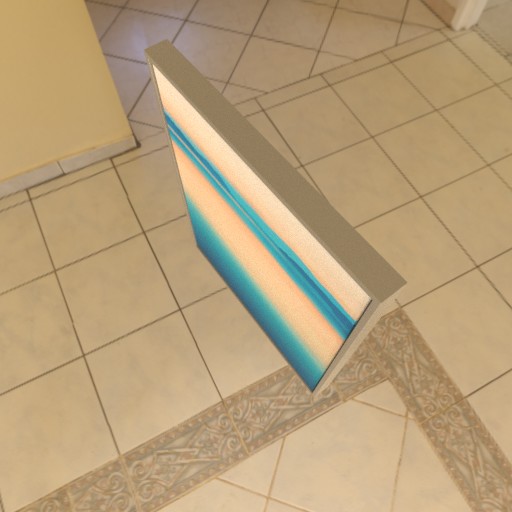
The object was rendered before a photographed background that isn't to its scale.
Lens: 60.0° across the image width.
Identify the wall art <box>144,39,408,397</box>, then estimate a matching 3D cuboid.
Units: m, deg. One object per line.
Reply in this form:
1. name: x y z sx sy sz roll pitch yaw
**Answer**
1. wall art: 0.000 0.000 0.765 0.037 0.554 0.453 -34 68 -16
